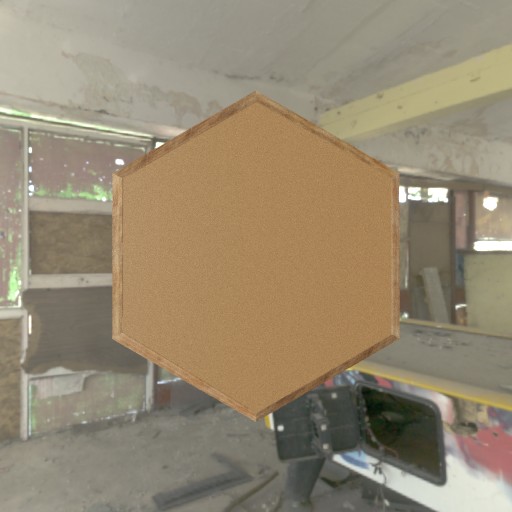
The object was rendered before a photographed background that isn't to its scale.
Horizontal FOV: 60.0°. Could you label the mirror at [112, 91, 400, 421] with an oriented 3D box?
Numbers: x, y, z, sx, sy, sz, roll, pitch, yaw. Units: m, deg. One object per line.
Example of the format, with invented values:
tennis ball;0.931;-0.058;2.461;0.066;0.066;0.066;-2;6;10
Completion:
mirror;0.000;0.000;1.081;0.675;0.779;0.091;0;0;0
